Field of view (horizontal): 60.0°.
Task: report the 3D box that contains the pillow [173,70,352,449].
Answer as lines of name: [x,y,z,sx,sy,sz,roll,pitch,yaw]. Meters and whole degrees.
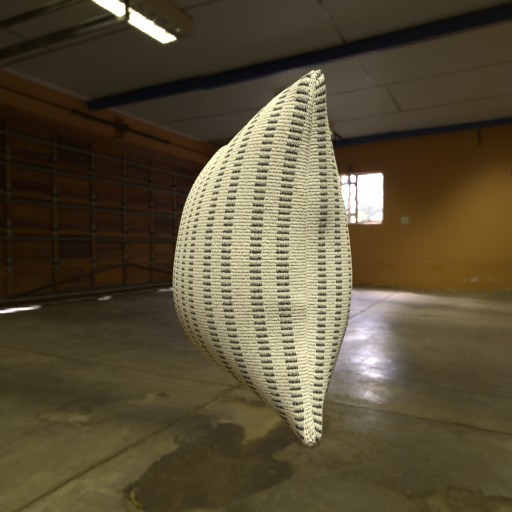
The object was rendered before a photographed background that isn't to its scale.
pillow: [0.000,0.000,0.689,0.247,0.419,0.438,0,2,-18]
